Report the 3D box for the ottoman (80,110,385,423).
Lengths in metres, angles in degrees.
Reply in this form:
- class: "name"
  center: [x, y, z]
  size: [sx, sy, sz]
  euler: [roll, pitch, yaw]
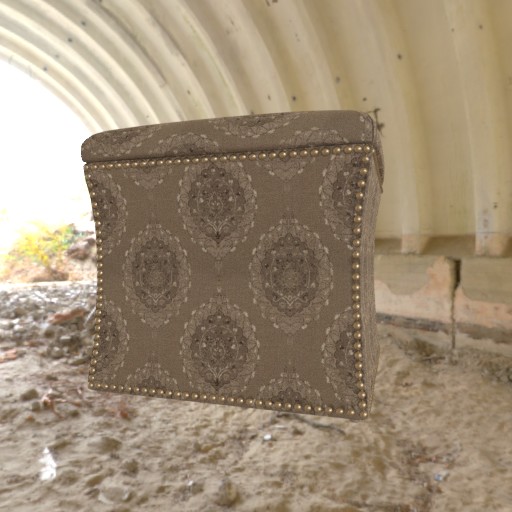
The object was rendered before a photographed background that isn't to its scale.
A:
- class: "ottoman"
  center: [0.000, 0.000, 0.913]
  size: [0.507, 0.473, 0.497]
  euler: [0, 1, 17]
